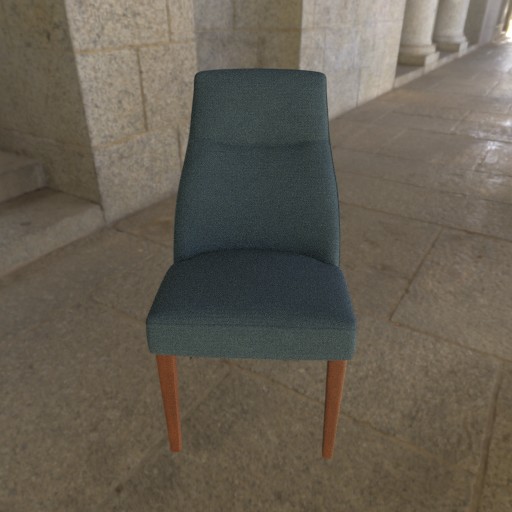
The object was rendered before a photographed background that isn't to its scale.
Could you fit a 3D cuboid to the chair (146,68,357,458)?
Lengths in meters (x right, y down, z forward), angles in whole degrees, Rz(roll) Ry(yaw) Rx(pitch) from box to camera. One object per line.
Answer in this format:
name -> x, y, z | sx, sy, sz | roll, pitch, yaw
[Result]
chair -> 0.000, 0.000, 1.270 | 0.500, 0.930, 0.620 | 1, 30, 2
